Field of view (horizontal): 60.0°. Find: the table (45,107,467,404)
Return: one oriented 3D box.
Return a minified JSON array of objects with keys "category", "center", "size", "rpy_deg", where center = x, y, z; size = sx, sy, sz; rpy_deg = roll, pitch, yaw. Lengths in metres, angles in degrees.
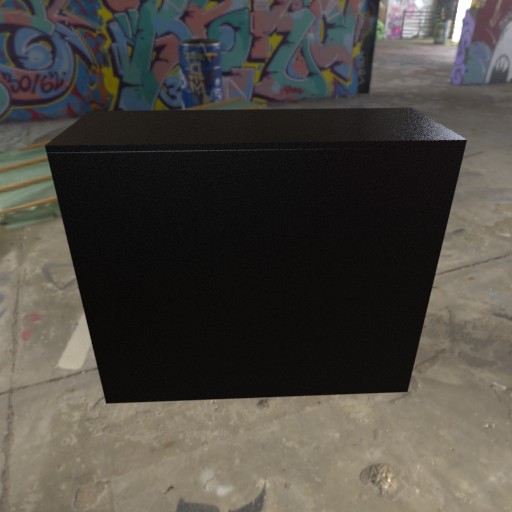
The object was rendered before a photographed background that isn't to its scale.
[{"category":"table","center":[0.000,0.000,1.335],"size":[0.930,0.790,0.380],"rpy_deg":[-1,30,-3]}]
